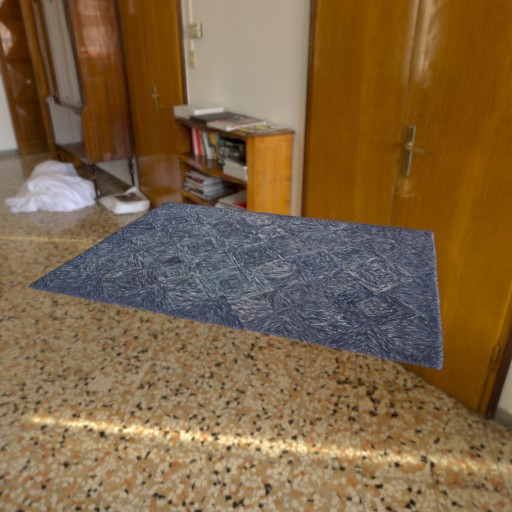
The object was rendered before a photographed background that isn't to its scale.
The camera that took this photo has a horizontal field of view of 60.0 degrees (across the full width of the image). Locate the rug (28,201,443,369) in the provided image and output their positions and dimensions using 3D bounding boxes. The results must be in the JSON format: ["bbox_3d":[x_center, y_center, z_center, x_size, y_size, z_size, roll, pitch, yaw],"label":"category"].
[{"bbox_3d":[0.000,0.000,4.217,3.245,0.024,2.385,8,26,17],"label":"rug"}]
